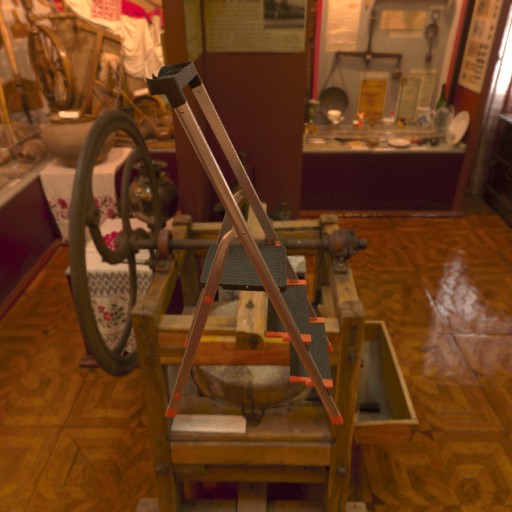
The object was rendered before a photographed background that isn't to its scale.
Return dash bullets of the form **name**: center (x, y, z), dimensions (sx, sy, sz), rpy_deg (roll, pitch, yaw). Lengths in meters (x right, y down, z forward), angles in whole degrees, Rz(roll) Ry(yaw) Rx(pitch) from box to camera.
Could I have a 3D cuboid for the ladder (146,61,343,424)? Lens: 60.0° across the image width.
- **ladder**: center (0.000, 0.000, 1.563), dimensions (0.686, 1.229, 0.416), rpy_deg (1, 31, 2)
